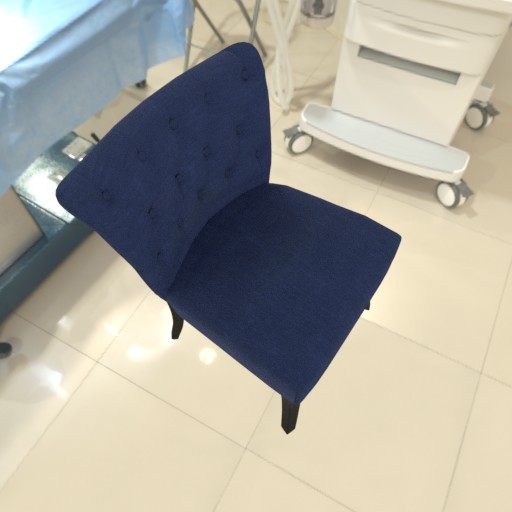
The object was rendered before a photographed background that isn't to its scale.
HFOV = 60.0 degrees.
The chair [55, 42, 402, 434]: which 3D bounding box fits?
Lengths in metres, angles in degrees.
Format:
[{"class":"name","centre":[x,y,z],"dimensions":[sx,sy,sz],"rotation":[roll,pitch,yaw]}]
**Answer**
[{"class":"chair","centre":[0.000,0.000,1.161],"dimensions":[0.606,0.753,0.585],"rotation":[31,63,18]}]
